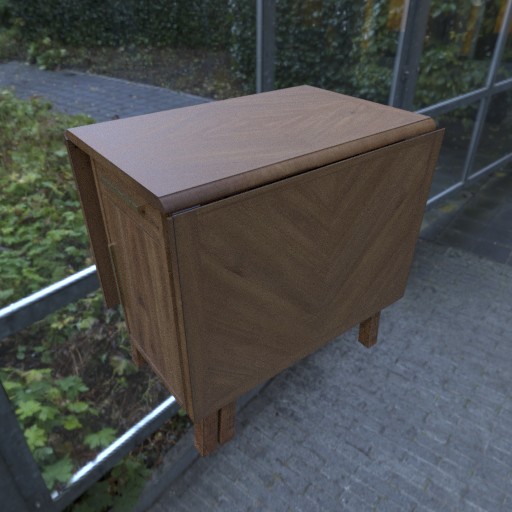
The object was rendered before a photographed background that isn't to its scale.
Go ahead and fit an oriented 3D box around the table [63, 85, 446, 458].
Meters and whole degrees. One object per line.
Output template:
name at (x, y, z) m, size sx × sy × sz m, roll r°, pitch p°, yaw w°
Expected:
table at (0.000, 0.000, 1.637) m, size 0.967 × 0.981 × 0.701 m, roll -23°, pitch 39°, yaw -31°
